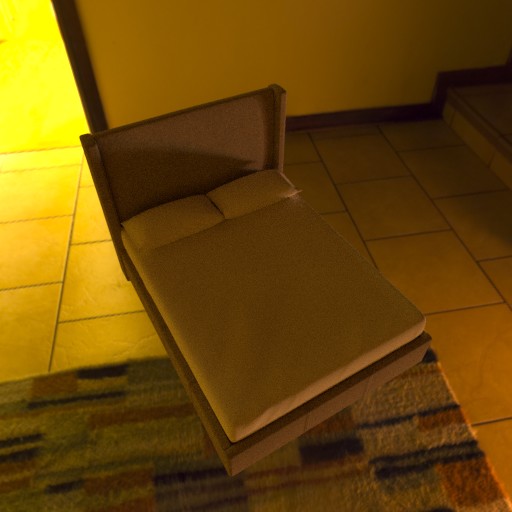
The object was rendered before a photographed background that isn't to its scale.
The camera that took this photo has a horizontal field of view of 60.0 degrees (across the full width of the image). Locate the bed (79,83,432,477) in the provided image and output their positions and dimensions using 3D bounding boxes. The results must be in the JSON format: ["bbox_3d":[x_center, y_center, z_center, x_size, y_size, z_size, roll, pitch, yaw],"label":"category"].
[{"bbox_3d":[0.000,0.000,3.403,1.714,1.481,2.245,-23,50,-21],"label":"bed"}]
